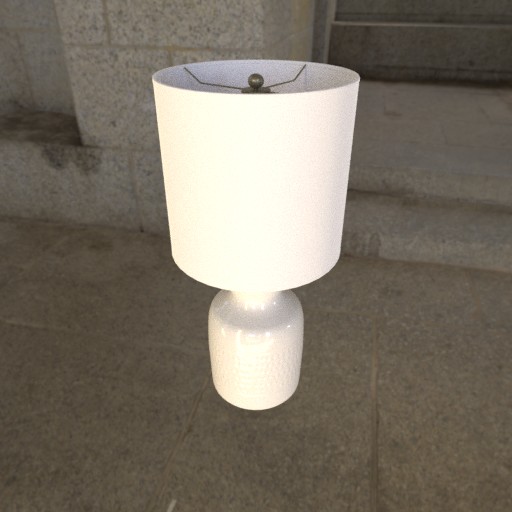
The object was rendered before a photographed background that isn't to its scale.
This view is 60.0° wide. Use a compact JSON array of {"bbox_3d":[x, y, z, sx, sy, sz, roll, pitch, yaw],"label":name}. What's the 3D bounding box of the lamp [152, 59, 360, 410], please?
[{"bbox_3d":[0.000,0.000,0.509,0.188,0.392,0.188,-8,32,-13],"label":"lamp"}]
